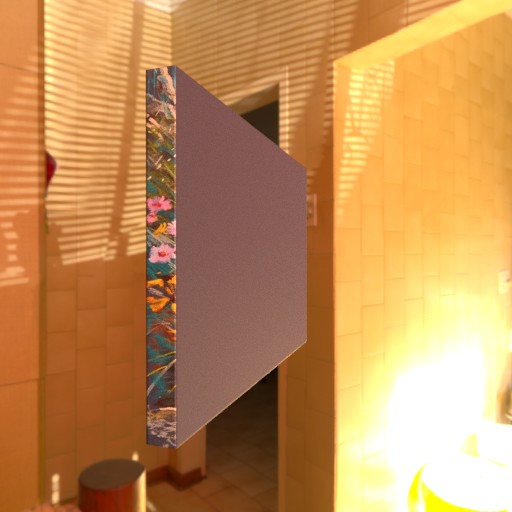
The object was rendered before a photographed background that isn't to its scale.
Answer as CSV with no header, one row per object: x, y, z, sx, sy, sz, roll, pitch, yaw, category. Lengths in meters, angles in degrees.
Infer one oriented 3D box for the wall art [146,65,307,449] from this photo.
0.000,0.000,0.762,0.037,0.406,0.610,0,0,20,wall art
